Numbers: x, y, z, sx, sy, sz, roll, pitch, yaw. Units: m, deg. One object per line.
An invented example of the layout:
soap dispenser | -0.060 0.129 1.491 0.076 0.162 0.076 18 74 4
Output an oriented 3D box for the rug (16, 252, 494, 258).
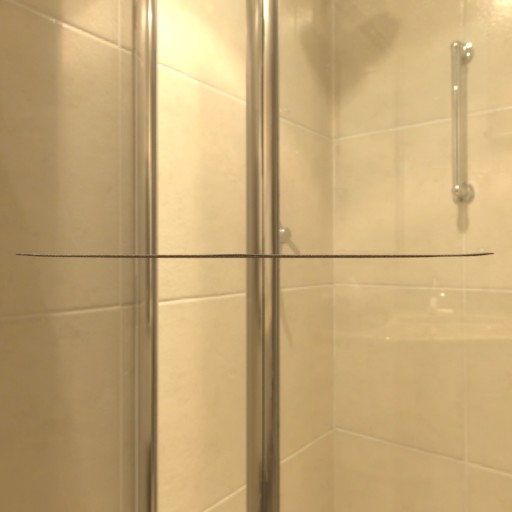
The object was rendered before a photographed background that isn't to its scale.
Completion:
rug | 0.000 0.000 3.872 2.925 0.026 2.343 0 0 0
